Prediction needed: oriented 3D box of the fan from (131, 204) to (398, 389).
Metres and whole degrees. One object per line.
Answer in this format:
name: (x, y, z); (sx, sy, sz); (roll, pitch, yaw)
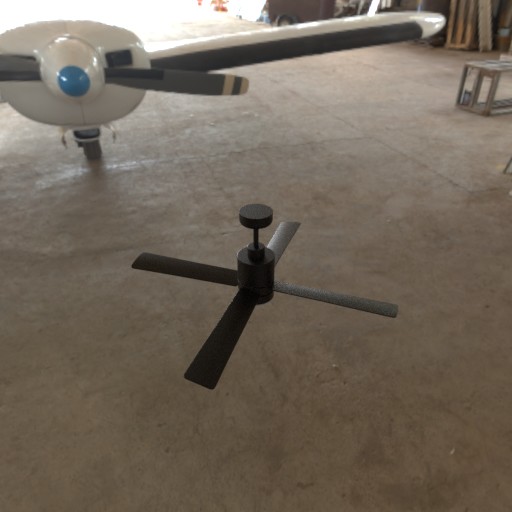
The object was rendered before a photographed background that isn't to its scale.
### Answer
fan: (0.000, 0.000, 2.371); (1.525, 0.534, 1.525); (11, 34, 16)
